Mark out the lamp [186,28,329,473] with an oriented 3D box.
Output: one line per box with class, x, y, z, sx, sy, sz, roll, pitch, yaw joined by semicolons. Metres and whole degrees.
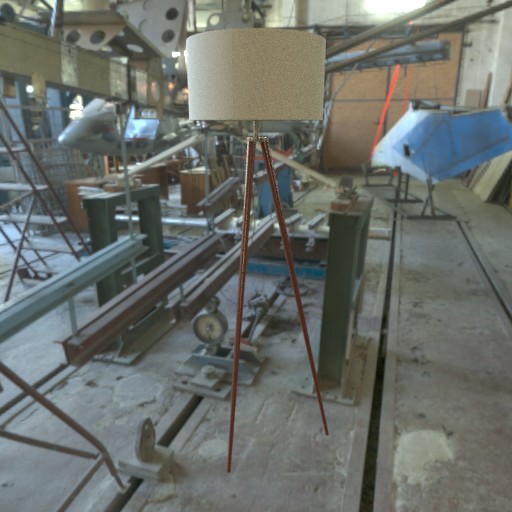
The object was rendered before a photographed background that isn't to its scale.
lamp;0.000;0.000;1.766;0.483;1.553;0.483;-9;19;-26
